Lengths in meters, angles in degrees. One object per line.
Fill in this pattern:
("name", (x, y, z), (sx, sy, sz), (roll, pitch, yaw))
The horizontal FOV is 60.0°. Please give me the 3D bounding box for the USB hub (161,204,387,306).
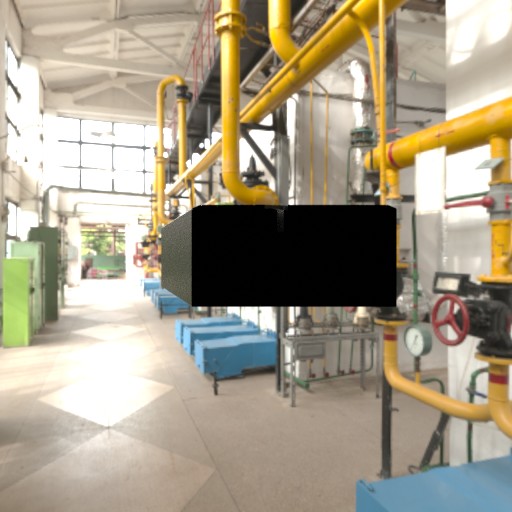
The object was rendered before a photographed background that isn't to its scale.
("USB hub", (0.000, 0.000, 0.127), (0.044, 0.023, 0.110), (0, 0, -17))
